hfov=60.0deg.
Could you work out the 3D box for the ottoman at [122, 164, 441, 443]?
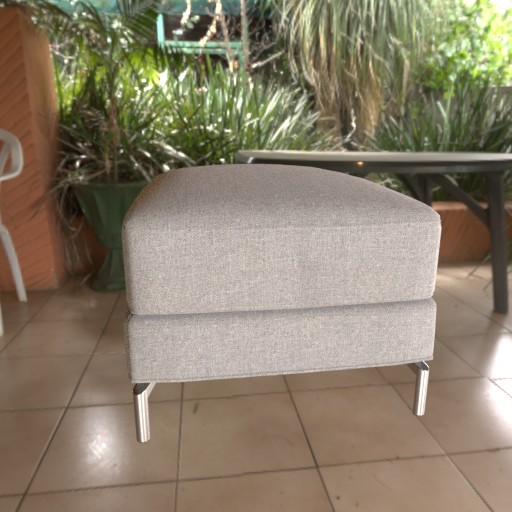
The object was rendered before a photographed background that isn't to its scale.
[{"bbox_3d":[0.000,0.000,1.159,0.584,0.457,0.838,-2,15,-8],"label":"ottoman"}]
